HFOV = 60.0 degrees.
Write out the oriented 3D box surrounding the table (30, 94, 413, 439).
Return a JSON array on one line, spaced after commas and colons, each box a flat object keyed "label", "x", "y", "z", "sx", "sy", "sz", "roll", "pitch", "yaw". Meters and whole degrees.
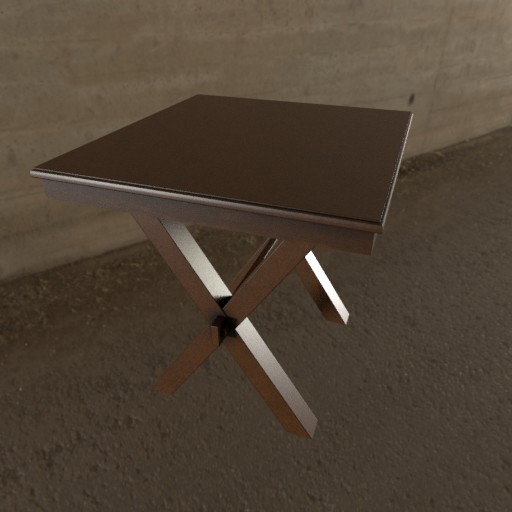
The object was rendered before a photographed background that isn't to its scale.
[{"label": "table", "x": 0.000, "y": 0.000, "z": 1.021, "sx": 0.560, "sy": 0.562, "sz": 0.602, "roll": 11, "pitch": 33, "yaw": 17}]
